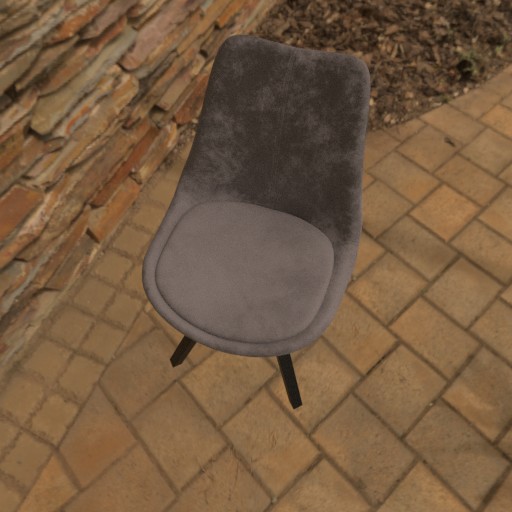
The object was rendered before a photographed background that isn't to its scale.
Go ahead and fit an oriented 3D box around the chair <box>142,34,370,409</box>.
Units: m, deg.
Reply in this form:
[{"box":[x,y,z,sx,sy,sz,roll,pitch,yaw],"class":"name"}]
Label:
[{"box":[0.000,0.000,1.138,0.485,0.850,0.550,16,59,10],"class":"chair"}]
